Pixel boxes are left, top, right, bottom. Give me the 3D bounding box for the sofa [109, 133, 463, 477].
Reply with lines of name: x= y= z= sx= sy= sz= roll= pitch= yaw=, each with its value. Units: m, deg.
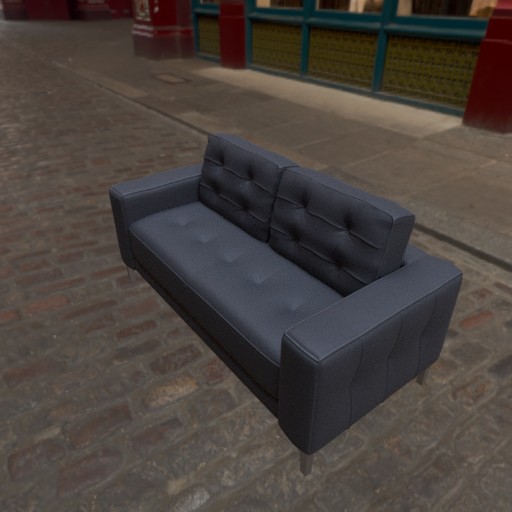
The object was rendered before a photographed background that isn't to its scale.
sofa: x=0.000 y=0.000 z=2.220 sx=0.833 sy=0.893 sz=1.726 roll=-22 pitch=38 yaw=-31
